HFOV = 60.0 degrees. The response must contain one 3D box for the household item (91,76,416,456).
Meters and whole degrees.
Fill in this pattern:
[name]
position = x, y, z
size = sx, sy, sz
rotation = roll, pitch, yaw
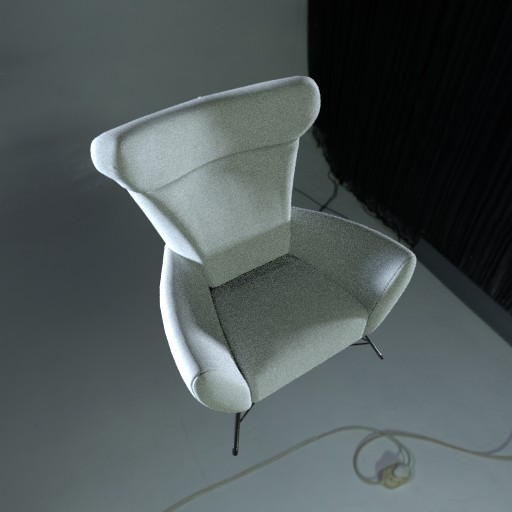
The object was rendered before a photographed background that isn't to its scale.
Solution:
[household item]
position = 0.000, 0.000, 1.779
size = 0.980, 1.050, 0.900
rotation = -25, 51, -22
